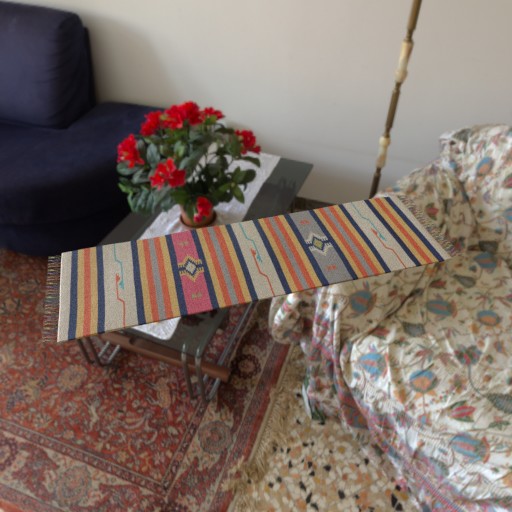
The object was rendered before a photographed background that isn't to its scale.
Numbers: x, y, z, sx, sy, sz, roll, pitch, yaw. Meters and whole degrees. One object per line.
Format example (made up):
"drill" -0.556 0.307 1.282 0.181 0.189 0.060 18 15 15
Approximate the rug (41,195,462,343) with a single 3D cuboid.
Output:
"rug" 0.000 0.000 2.720 2.455 0.017 0.695 -11 44 -11
